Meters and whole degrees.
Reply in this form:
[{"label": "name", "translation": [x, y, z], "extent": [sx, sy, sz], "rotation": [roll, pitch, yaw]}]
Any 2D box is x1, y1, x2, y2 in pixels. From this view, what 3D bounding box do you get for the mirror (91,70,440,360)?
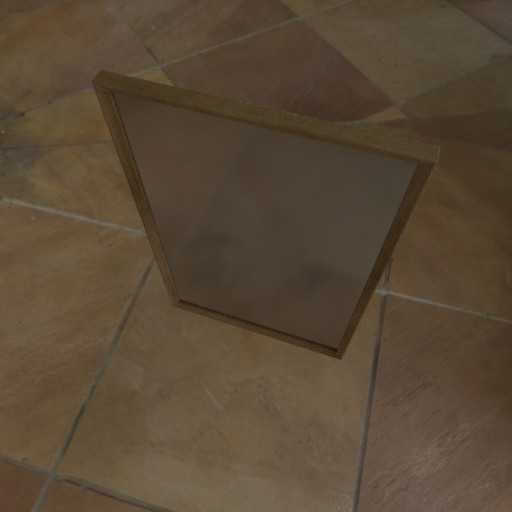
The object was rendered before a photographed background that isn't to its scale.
[{"label": "mirror", "translation": [0.000, 0.000, 1.136], "extent": [0.609, 0.915, 0.041], "rotation": [16, 59, 10]}]
